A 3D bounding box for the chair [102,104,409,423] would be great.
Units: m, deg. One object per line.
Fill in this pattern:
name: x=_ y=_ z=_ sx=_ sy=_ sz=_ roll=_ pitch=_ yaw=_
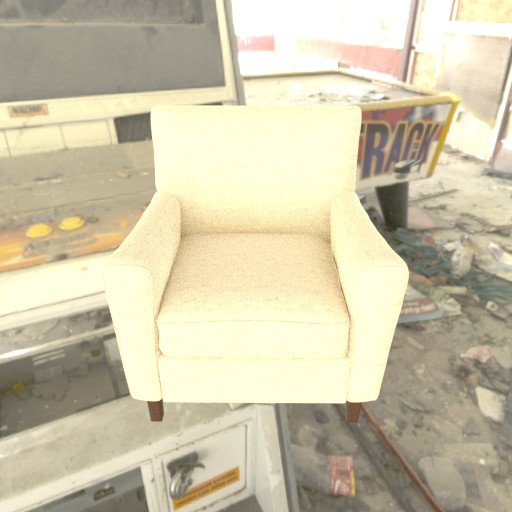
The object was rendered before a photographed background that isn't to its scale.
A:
chair: x=0.000 y=0.000 z=1.637 sx=0.870 sy=0.943 sz=0.823 roll=0 pitch=29 yaw=0
